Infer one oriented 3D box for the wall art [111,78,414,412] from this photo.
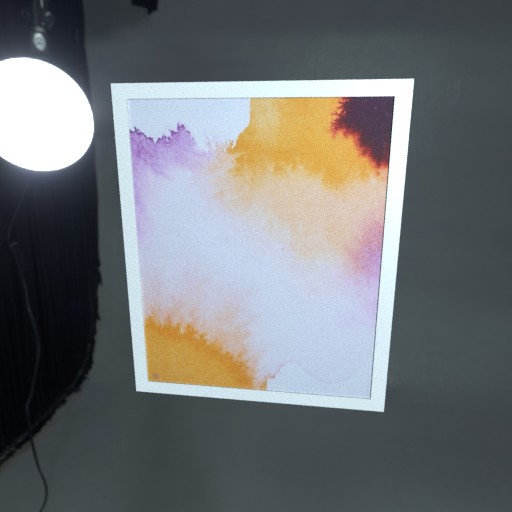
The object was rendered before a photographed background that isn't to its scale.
[{"bbox_3d":[0.000,0.000,0.621,0.382,0.456,0.013,2,16,8],"label":"wall art"}]
